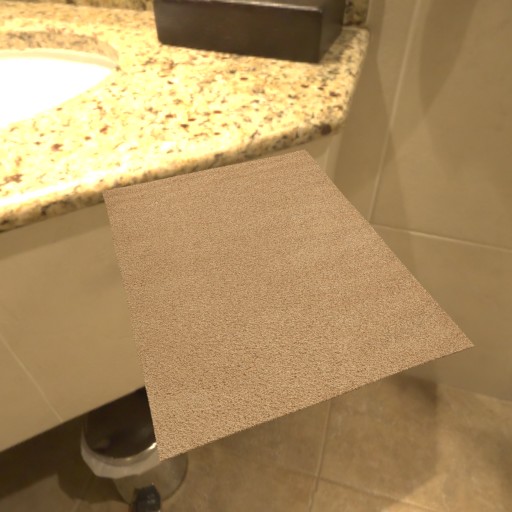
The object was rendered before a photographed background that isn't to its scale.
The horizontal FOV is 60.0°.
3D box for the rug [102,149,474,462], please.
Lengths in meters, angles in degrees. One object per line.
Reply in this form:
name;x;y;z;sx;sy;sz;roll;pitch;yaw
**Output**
rug;0.000;0.000;4.053;2.400;0.026;3.000;-15;46;-15
